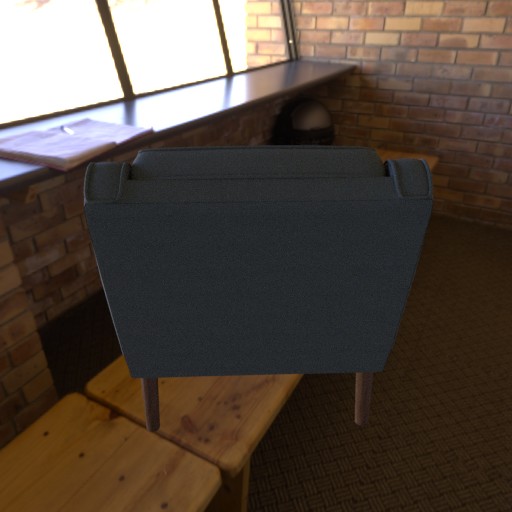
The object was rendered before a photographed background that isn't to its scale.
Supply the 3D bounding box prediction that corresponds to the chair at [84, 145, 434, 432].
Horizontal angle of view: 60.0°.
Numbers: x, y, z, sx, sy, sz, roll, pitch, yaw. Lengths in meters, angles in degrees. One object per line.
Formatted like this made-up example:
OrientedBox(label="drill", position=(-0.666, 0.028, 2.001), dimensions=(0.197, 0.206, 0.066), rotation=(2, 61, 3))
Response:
OrientedBox(label="chair", position=(0.000, 0.000, 1.282), dimensions=(0.663, 0.780, 0.733), rotation=(-1, 30, -2))
